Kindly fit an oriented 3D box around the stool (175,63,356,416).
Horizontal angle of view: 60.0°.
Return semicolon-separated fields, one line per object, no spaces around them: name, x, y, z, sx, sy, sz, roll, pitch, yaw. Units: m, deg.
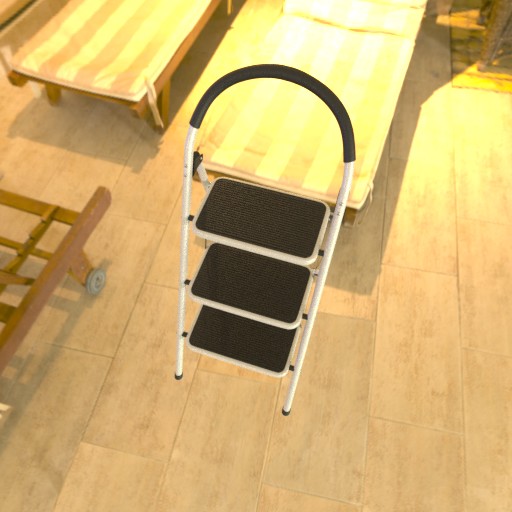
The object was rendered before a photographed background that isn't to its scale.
stool;0.000;0.000;1.465;0.485;1.109;0.676;15;59;9
